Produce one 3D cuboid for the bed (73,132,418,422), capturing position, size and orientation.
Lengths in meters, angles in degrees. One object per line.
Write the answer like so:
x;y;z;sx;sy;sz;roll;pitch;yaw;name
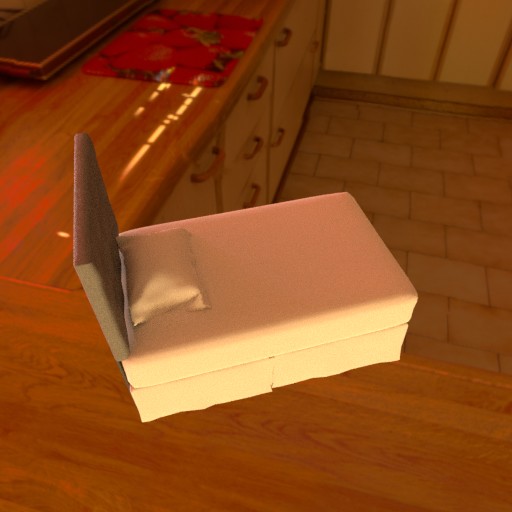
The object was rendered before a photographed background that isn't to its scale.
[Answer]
0.000;0.000;3.048;1.997;1.571;1.261;-11;47;-11;bed
